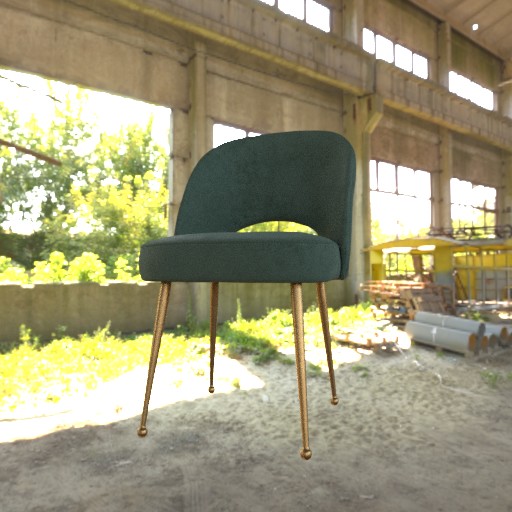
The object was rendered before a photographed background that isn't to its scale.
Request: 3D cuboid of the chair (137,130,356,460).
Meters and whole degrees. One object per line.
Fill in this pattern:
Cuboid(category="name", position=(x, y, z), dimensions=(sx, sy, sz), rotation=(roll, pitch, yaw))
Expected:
Cuboid(category="chair", position=(0.000, 0.000, 1.226), dimensions=(0.527, 0.860, 0.577), rotation=(-1, -2, 18))
